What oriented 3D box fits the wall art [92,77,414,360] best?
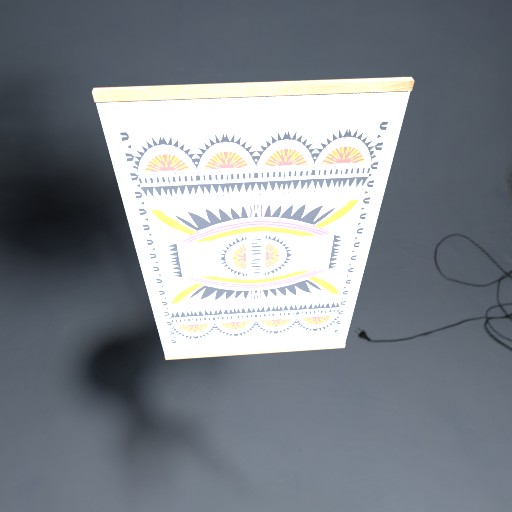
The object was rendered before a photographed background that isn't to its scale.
[{"bbox_3d":[0.000,0.000,1.929,0.999,1.533,0.028,-3,46,-3],"label":"wall art"}]
